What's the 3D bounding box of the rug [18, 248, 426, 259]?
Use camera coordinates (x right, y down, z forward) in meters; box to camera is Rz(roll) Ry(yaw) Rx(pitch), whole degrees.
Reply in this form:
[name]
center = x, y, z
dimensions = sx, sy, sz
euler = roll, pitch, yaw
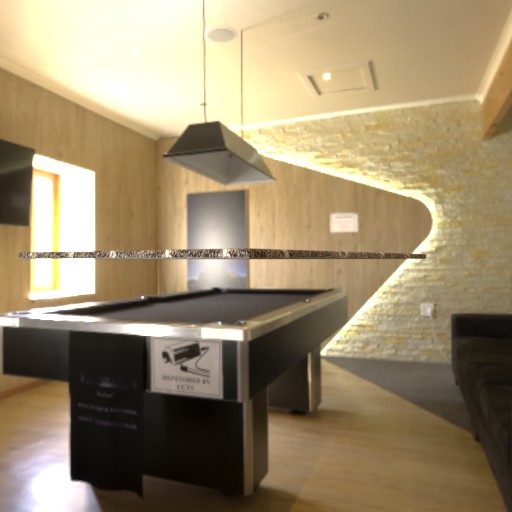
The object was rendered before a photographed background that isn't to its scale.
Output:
[rug]
center = 0.000, 0.000, 2.245
dimensions = 1.219, 0.030, 1.778
euler = 0, 0, 35
